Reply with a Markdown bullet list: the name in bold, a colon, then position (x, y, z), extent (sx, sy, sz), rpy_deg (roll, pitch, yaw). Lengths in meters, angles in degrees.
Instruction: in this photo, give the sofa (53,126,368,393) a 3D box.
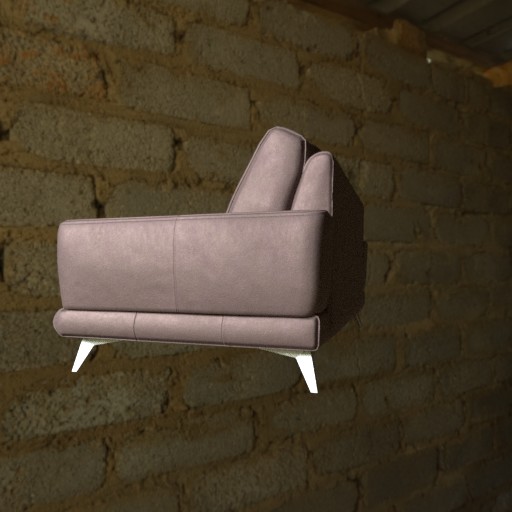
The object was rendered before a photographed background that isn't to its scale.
- **sofa**: position (0.000, 0.000, 2.308), extent (1.018, 0.907, 1.806), rpy_deg (-1, -2, 18)
